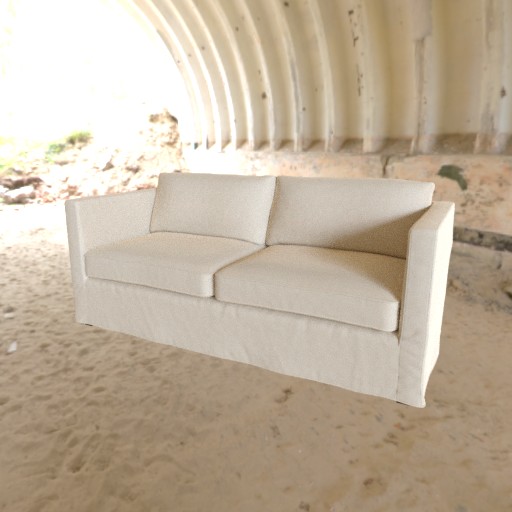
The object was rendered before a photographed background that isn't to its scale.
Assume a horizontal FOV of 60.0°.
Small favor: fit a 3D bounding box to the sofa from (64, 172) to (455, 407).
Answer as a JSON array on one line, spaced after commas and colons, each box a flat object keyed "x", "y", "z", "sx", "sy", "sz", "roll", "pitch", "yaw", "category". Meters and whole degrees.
[{"x": 0.000, "y": 0.000, "z": 2.497, "sx": 1.987, "sy": 0.870, "sz": 0.940, "roll": 7, "pitch": 16, "yaw": 26, "category": "sofa"}]
